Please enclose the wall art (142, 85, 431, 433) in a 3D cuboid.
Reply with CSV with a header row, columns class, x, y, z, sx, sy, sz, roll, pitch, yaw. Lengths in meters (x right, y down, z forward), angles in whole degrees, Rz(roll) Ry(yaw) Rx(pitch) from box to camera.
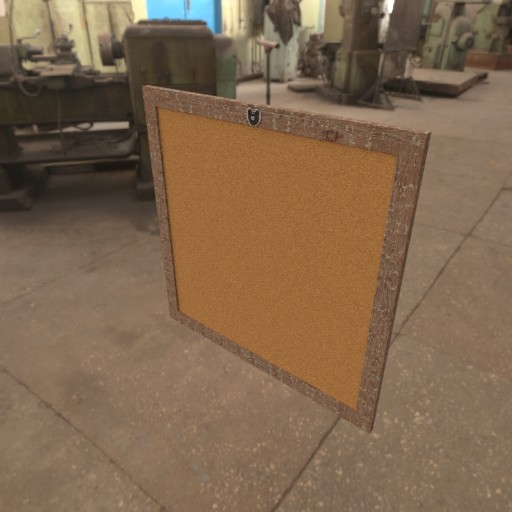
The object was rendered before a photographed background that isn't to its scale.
class,x,y,z,sx,sy,sz,roll,pitch,yaw
wall art,0.000,0.000,0.582,0.384,0.384,0.012,22,37,33
